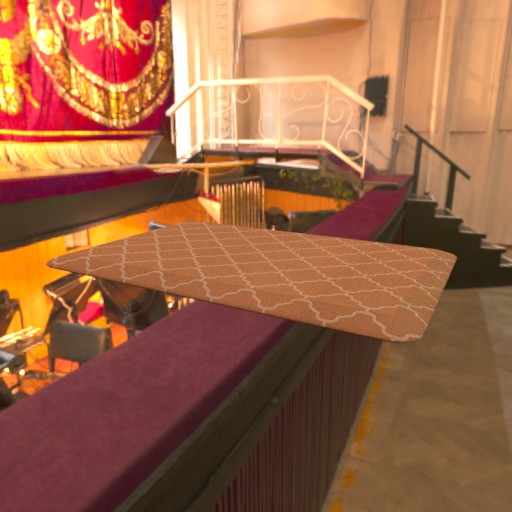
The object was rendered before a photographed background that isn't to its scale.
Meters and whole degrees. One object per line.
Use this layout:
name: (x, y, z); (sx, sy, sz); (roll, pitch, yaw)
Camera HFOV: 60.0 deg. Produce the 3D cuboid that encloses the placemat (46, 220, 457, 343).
placemat: (0.000, 0.000, 0.961); (0.762, 0.021, 0.508); (9, 18, 28)
